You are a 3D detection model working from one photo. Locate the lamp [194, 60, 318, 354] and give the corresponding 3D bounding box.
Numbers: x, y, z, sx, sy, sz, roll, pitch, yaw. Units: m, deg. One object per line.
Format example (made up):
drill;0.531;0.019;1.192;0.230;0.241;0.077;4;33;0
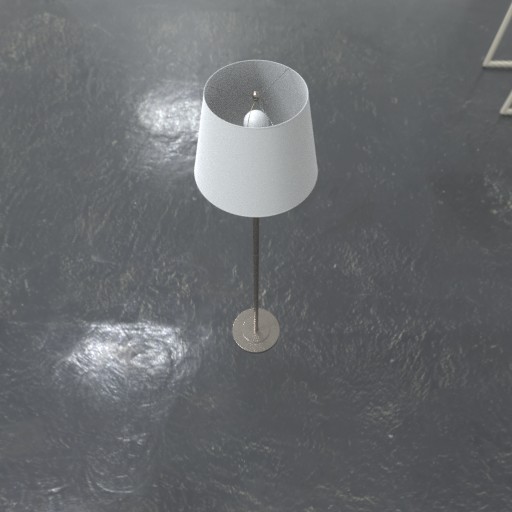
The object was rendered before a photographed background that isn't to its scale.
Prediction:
lamp;0.000;0.000;1.683;0.355;1.473;0.355;0;58;0
